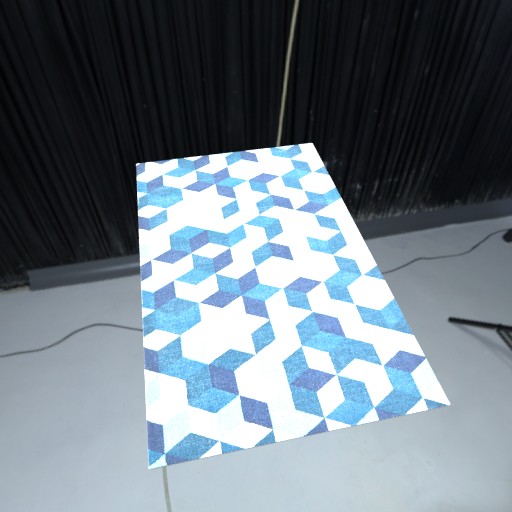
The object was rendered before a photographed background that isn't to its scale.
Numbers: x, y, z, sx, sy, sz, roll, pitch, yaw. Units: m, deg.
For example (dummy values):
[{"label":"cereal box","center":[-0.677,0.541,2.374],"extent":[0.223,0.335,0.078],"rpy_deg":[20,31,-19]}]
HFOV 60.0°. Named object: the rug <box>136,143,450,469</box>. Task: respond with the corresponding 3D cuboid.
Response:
[{"label":"rug","center":[0.000,0.000,2.965],"extent":[1.518,0.015,2.438],"rpy_deg":[-9,48,-8]}]
